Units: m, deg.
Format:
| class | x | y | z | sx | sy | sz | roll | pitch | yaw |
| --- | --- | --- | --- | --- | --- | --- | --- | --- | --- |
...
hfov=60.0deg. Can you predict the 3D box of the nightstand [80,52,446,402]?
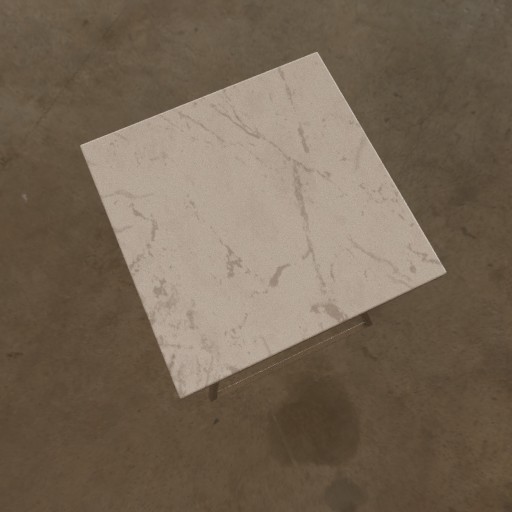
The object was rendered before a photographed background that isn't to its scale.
| class | x | y | z | sx | sy | sz | roll | pitch | yaw |
| --- | --- | --- | --- | --- | --- | --- | --- | --- | --- |
| nightstand | 0.000 | 0.000 | 0.916 | 0.455 | 0.554 | 0.455 | -24 | 76 | -6 |
